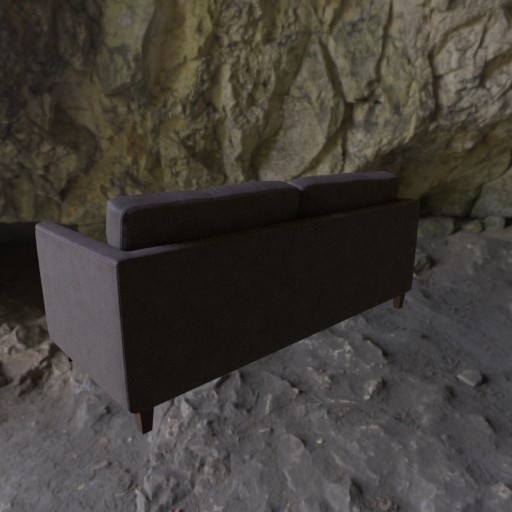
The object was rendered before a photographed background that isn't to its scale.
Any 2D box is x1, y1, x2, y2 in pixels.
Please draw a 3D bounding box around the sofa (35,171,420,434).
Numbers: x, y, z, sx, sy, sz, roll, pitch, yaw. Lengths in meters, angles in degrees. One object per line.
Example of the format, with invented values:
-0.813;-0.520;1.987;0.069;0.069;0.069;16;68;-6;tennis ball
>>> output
0.000;0.000;2.672;2.208;0.965;0.951;-14;21;-41;sofa
